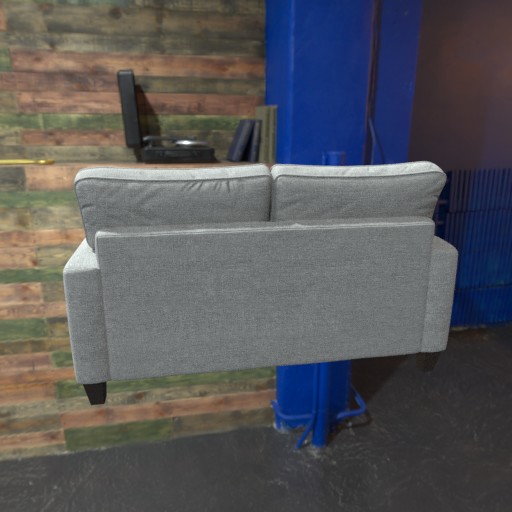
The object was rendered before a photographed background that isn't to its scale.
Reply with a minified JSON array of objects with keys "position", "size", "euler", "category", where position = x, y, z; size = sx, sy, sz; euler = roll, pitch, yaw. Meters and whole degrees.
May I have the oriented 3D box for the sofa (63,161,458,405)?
[{"position":[0.000,0.000,2.241],"size":[1.651,0.965,0.965],"euler":[-3,16,-10],"category":"sofa"}]
